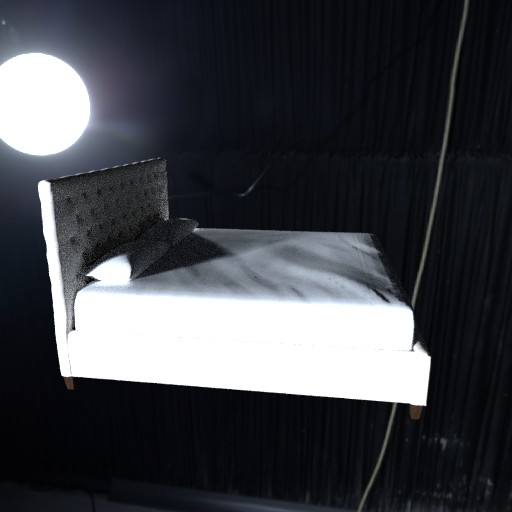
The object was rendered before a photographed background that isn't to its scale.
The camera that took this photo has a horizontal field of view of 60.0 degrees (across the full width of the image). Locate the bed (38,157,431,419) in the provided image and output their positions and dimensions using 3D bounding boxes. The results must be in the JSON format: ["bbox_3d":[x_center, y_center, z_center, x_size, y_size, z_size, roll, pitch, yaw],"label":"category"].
[{"bbox_3d":[0.000,0.000,3.639,2.387,1.427,2.078,2,17,8],"label":"bed"}]
